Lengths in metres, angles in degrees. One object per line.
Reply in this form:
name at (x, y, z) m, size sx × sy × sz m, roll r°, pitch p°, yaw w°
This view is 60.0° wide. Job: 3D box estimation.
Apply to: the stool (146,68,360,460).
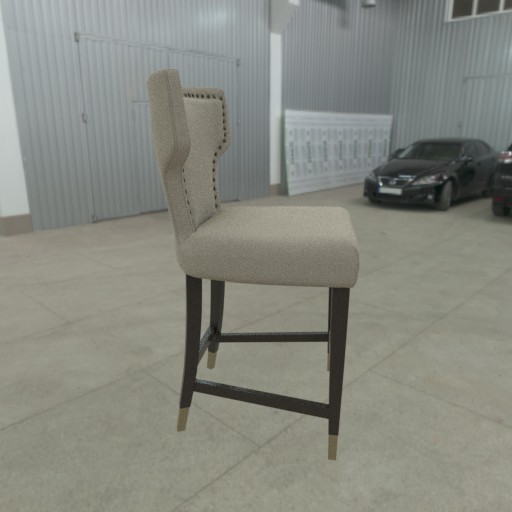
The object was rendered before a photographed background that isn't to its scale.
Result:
stool at (0.000, 0.000, 1.317) m, size 0.563 × 0.982 × 0.527 m, roll 2°, pitch 16°, yaw 8°
